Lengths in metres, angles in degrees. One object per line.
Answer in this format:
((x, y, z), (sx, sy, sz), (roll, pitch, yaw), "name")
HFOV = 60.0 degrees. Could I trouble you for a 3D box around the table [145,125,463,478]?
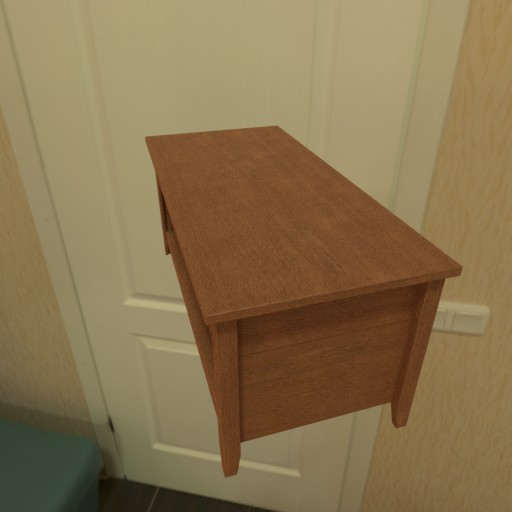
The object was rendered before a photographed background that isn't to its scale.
((0.000, 0.000, 1.286), (0.483, 0.457, 1.016), (-9, 32, -15), "table")
